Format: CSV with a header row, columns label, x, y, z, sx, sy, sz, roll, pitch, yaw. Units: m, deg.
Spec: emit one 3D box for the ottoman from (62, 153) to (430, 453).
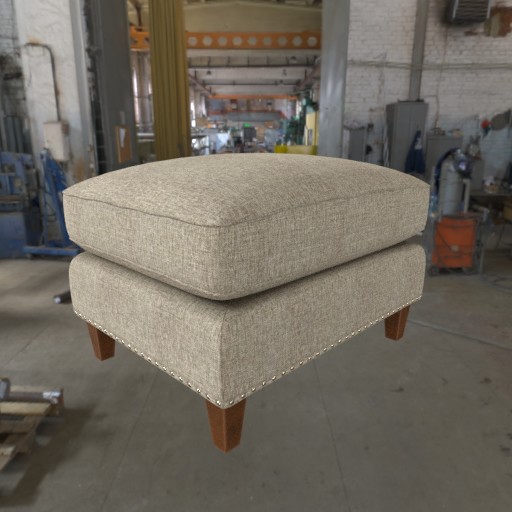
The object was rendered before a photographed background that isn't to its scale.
label,x,y,z,sx,sy,sz,roll,pitch,yaw
ottoman,0.000,0.000,1.138,0.584,0.513,0.741,15,22,43
